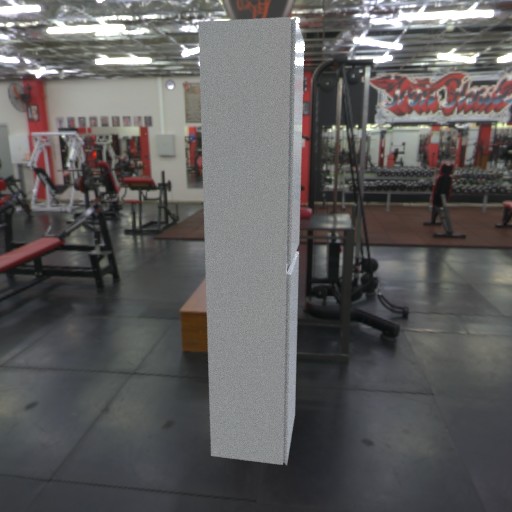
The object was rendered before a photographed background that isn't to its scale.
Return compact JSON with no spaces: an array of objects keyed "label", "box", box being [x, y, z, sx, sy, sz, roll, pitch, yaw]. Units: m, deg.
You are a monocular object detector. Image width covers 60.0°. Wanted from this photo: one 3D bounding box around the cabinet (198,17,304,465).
[{"label":"cabinet","box":[0.000,0.000,1.518,0.270,1.400,0.300,3,15,10]}]
